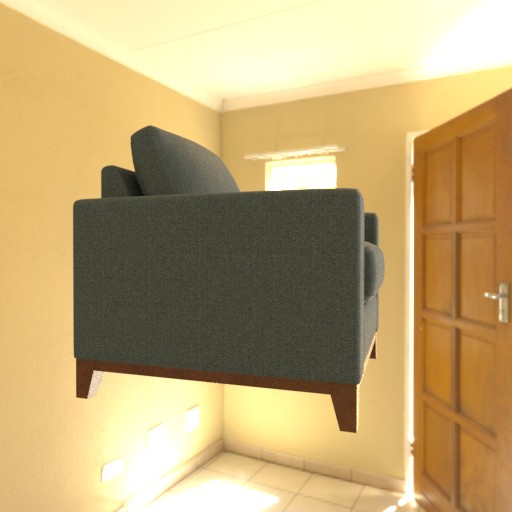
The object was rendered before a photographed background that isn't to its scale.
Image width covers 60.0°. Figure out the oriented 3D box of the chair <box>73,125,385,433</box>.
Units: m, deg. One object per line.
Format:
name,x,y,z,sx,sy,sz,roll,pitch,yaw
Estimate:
chair,0.000,0.000,1.887,1.038,1.010,1.024,0,1,18
